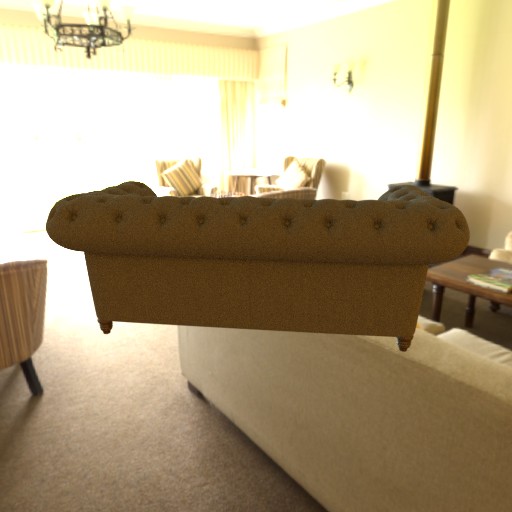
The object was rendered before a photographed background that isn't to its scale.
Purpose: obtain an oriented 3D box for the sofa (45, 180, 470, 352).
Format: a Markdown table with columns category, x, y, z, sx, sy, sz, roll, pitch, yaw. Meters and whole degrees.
| category | x | y | z | sx | sy | sz | roll | pitch | yaw |
| --- | --- | --- | --- | --- | --- | --- | --- | --- | --- |
| sofa | 0.000 | 0.000 | 2.452 | 1.998 | 0.764 | 0.986 | 2 | 17 | 7 |
